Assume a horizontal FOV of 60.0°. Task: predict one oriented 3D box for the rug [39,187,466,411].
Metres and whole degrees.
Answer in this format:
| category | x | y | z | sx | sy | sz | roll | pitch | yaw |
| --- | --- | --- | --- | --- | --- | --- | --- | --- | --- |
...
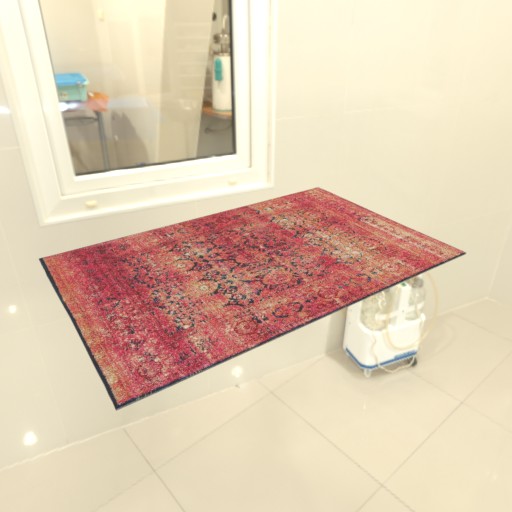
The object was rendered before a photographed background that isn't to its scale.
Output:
| category | x | y | z | sx | sy | sz | roll | pitch | yaw |
| --- | --- | --- | --- | --- | --- | --- | --- | --- | --- |
| rug | 0.000 | 0.000 | 2.986 | 2.449 | 0.018 | 1.539 | -18 | 34 | -29 |
